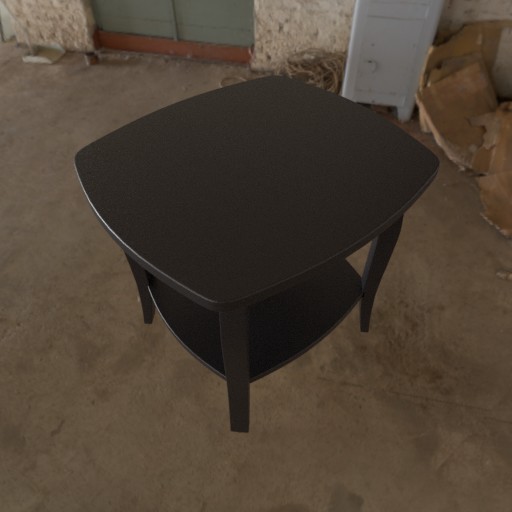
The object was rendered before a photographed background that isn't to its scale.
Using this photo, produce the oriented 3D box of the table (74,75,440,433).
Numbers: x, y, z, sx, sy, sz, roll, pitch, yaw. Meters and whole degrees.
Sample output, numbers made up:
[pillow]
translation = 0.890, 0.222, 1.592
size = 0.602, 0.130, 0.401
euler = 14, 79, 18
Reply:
[table]
translation = 0.000, 0.000, 0.864
size = 0.508, 0.457, 0.457
euler = -32, 55, -26
